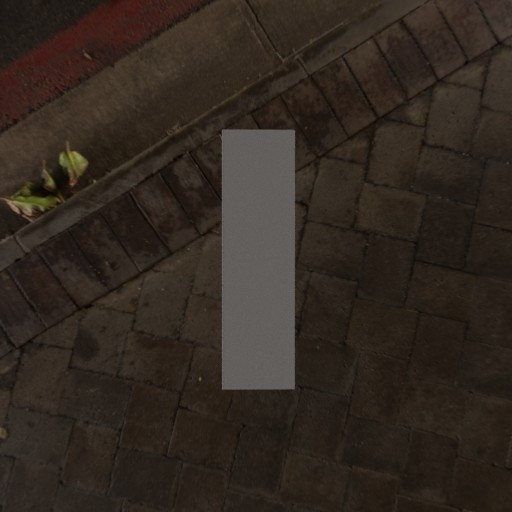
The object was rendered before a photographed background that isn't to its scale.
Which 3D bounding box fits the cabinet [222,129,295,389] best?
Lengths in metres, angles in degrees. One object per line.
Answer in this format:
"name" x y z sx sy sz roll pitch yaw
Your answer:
"cabinet" 0.000 0.000 1.981 0.192 1.770 0.643 0 91 -1
